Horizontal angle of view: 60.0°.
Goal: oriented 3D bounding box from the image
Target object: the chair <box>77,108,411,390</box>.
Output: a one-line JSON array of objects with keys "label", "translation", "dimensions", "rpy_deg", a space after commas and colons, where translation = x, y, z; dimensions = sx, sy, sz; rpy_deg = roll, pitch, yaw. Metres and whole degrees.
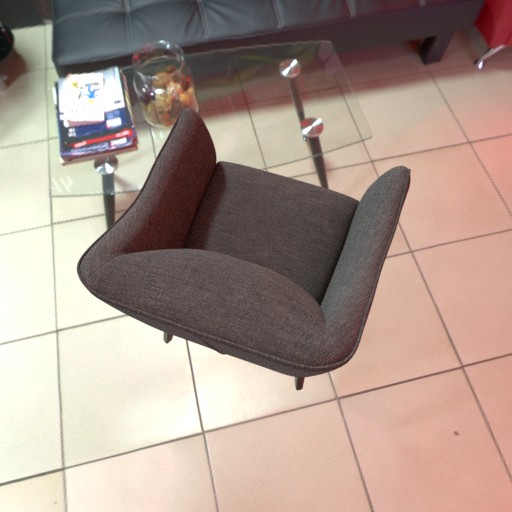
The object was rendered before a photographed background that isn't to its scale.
[{"label": "chair", "translation": [0.000, 0.000, 1.577], "dimensions": [0.870, 0.829, 0.851], "rpy_deg": [18, 65, 8]}]
